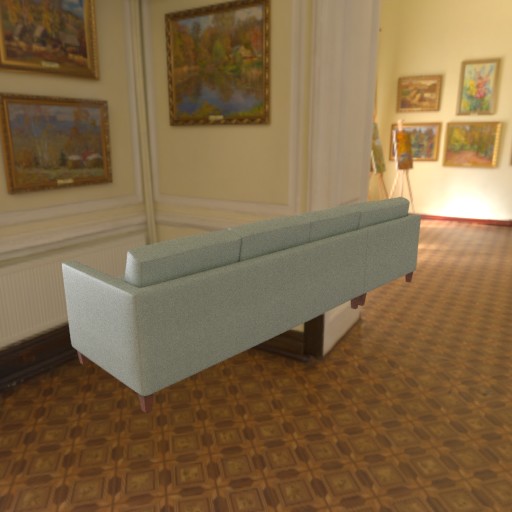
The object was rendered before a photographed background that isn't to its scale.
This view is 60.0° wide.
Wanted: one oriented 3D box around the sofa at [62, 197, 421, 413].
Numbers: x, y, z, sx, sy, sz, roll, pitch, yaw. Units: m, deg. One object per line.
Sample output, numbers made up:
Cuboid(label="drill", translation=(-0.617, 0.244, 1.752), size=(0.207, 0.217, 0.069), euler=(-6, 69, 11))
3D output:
Cuboid(label="sofa", translation=(0.000, 0.000, 4.119), size=(1.600, 0.953, 3.470), euler=(14, 21, 42))
